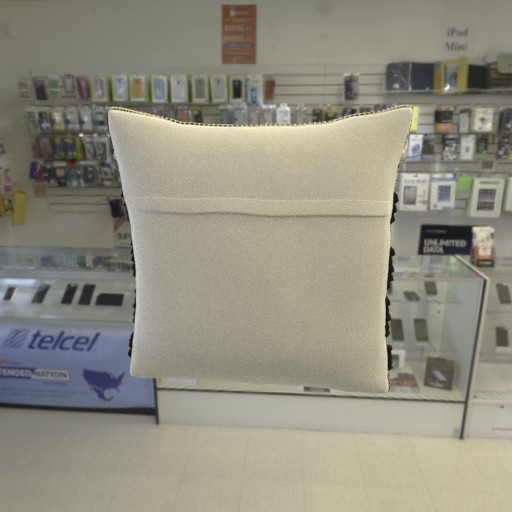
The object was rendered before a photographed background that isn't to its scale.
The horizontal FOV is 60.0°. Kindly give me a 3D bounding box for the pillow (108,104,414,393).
[{"bbox_3d":[0.000,0.000,0.682,0.436,0.438,0.156,2,15,6],"label":"pillow"}]
